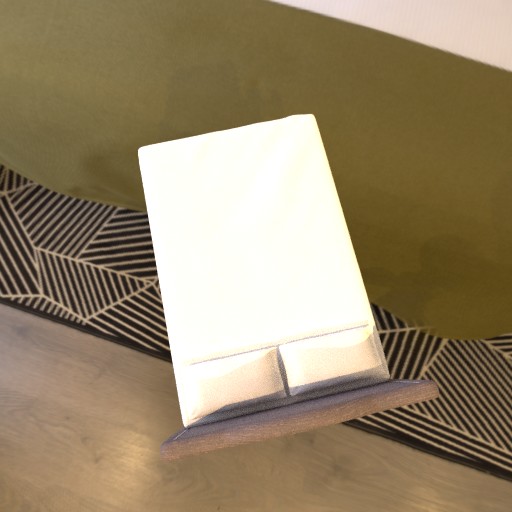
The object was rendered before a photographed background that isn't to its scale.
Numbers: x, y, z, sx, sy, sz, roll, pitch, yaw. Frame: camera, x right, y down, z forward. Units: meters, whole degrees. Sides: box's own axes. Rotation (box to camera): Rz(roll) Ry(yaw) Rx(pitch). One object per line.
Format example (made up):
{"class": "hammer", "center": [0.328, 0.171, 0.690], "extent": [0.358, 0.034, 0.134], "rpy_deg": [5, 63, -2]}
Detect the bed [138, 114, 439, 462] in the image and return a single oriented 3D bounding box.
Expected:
{"class": "bed", "center": [0.000, 0.000, 3.506], "extent": [1.741, 1.441, 2.507], "rpy_deg": [-12, 75, -3]}
